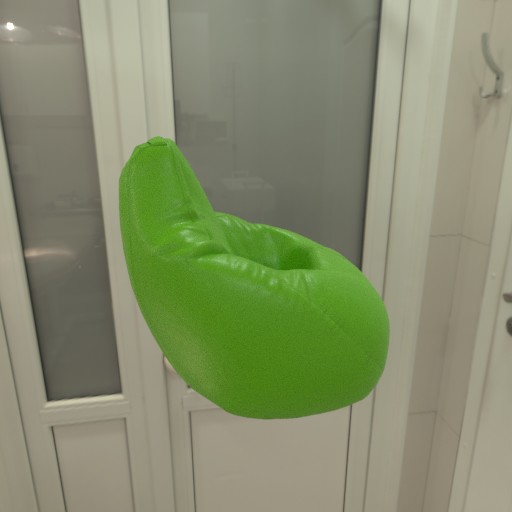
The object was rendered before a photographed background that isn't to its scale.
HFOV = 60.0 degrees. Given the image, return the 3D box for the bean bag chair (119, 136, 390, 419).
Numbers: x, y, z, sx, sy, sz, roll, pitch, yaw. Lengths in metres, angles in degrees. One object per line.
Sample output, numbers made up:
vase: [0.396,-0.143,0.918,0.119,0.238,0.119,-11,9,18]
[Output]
bean bag chair: [0.000,0.000,1.882,1.070,0.990,1.070,-3,18,-9]
